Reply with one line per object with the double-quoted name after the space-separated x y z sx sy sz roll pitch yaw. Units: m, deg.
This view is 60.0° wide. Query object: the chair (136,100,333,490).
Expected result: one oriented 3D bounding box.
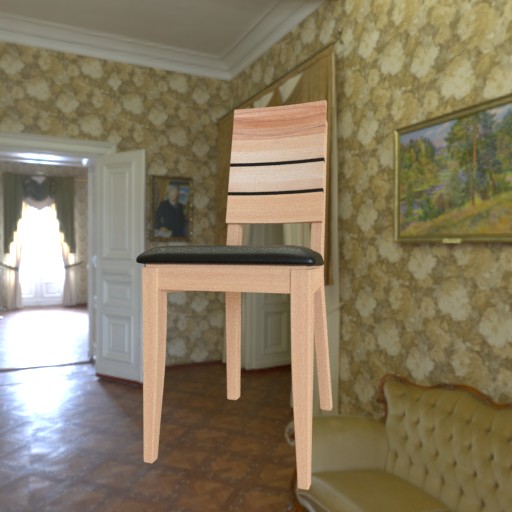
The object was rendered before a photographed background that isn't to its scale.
0.000 0.000 1.180 0.410 0.940 0.520 0 1 18 "chair"
